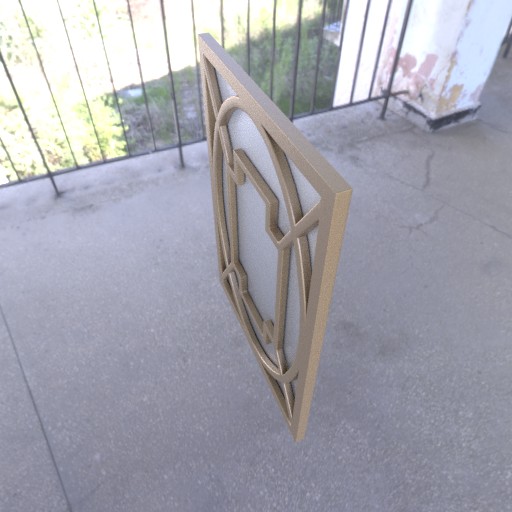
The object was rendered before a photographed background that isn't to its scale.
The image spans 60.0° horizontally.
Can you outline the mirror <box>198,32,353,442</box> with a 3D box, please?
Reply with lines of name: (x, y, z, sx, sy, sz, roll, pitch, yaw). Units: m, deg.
mirror: (0.000, 0.000, 1.330, 0.032, 1.023, 0.756, -16, 48, -15)
